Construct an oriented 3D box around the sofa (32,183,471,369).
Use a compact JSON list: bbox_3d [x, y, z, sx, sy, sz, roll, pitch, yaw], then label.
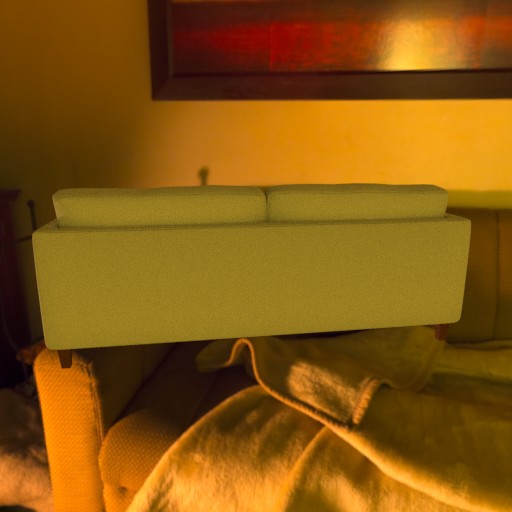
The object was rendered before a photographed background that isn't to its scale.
[{"bbox_3d":[0.000,0.000,2.889,2.434,0.965,0.948,-2,14,-9],"label":"sofa"}]
